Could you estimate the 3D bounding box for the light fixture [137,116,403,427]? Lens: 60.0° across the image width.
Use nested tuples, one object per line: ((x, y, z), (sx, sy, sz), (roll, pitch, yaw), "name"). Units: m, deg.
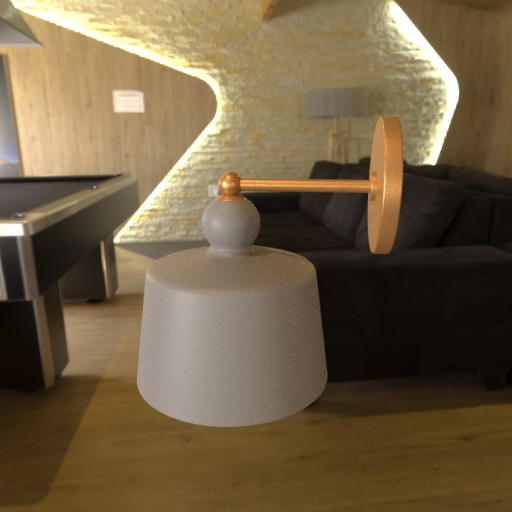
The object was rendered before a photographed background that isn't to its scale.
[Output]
((0.000, 0.000, 0.449), (0.254, 0.268, 0.204), (2, 15, 9), "light fixture")
